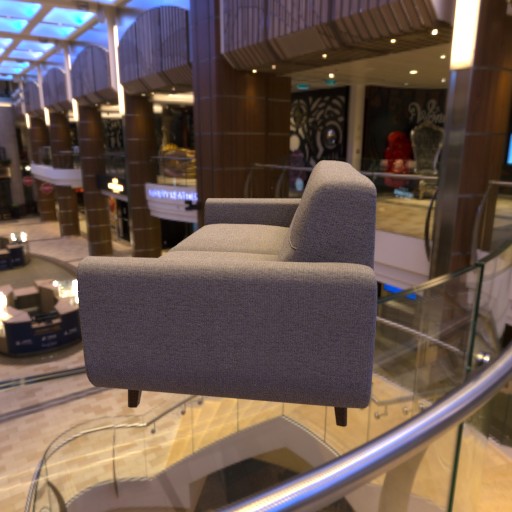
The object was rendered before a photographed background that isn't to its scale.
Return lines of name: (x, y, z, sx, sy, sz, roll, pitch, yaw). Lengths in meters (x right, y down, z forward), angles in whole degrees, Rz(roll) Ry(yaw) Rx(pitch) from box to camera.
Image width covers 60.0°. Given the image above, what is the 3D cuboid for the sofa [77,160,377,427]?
sofa: (0.000, 0.000, 2.067, 0.909, 0.841, 1.631, 2, 14, 8)
